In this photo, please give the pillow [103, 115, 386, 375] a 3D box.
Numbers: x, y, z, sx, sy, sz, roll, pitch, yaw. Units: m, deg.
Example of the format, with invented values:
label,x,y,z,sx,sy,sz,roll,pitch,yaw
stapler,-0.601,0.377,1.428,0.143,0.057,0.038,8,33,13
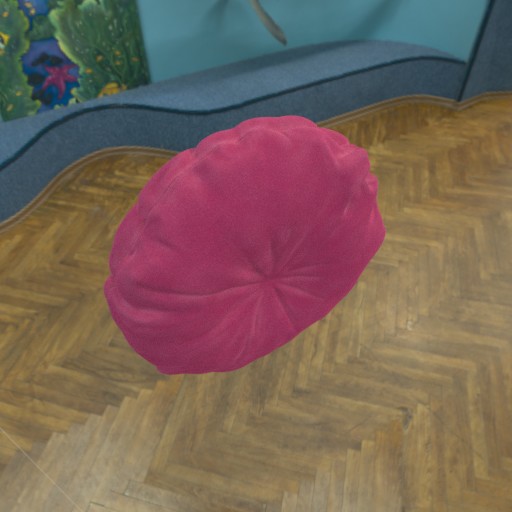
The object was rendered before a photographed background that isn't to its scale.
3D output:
label,x,y,z,sx,sy,sz,roll,pitch,yaw
pillow,0.000,0.000,0.645,0.428,0.407,0.148,-22,49,-20
